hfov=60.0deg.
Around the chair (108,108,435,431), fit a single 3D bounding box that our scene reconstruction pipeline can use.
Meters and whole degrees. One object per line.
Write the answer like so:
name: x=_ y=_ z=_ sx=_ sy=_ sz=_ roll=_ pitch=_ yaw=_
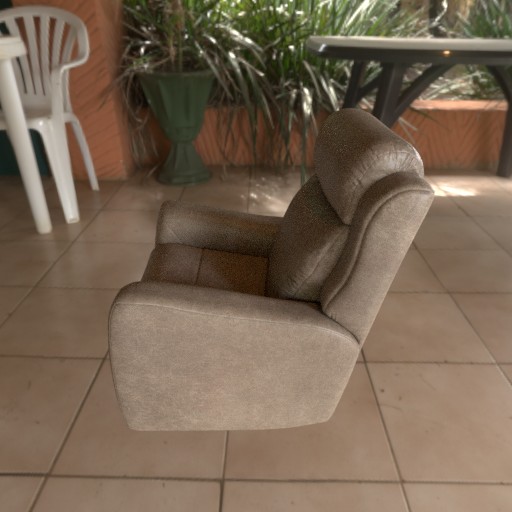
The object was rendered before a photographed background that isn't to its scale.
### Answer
chair: x=0.000 y=0.000 z=1.874 sx=1.068 sy=1.116 sz=0.967 roll=0 pitch=28 yaw=0
